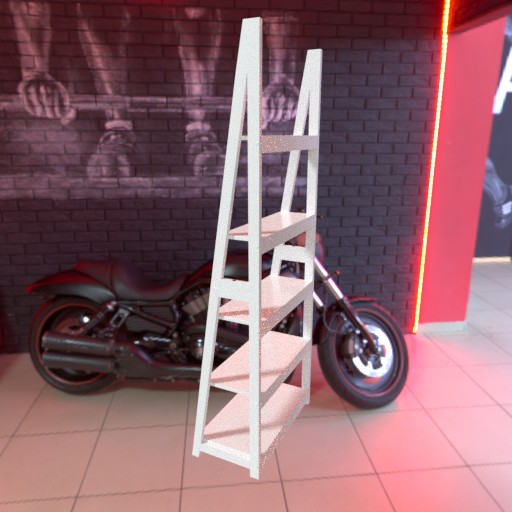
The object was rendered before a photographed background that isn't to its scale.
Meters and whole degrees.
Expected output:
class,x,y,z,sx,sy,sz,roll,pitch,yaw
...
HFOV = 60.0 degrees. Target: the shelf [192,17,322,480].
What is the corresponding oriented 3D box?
class,x,y,z,sx,sy,sz,roll,pitch,yaw
shelf,0.000,0.000,1.997,0.341,1.779,0.636,8,17,26
